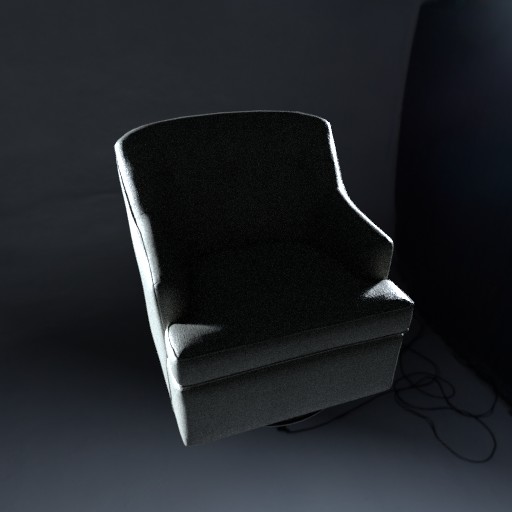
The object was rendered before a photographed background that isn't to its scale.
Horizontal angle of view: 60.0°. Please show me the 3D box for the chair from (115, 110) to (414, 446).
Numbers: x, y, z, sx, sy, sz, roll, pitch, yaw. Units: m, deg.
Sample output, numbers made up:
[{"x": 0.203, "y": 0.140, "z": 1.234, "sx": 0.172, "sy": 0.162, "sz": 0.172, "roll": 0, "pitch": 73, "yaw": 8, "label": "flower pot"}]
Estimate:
[{"x": 0.000, "y": 0.000, "z": 1.648, "sx": 0.864, "sy": 0.856, "sz": 0.923, "roll": -10, "pitch": 33, "yaw": -16, "label": "chair"}]
